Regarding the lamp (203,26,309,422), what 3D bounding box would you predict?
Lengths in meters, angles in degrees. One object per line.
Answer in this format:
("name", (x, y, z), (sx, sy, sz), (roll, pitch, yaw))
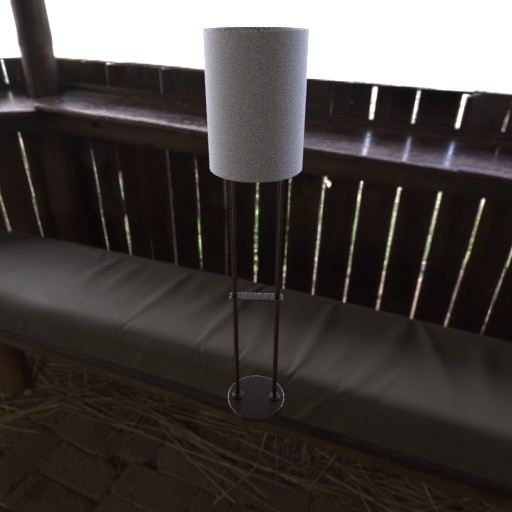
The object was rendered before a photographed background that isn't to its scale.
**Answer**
("lamp", (0.000, 0.000, 1.642), (0.306, 1.500, 0.305), (2, 29, 3))
